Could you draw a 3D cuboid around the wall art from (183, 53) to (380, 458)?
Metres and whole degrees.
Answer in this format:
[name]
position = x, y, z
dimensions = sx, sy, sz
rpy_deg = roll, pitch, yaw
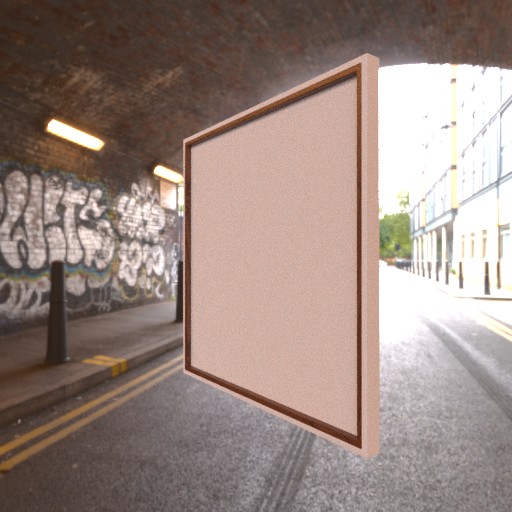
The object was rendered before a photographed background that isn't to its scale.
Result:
[wall art]
position = 0.000, 0.000, 1.523
dimensions = 0.049, 1.009, 1.009
rpy_deg = 0, 0, -36
